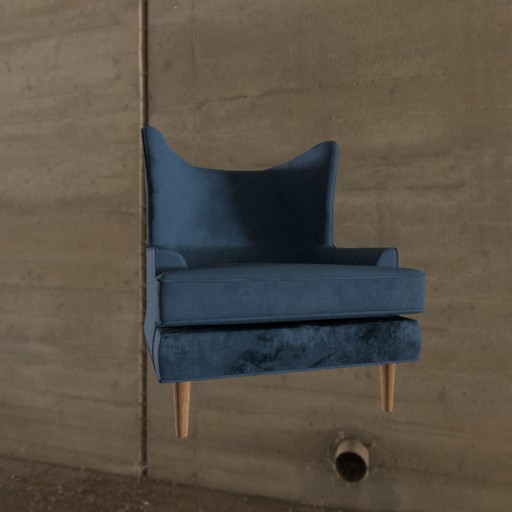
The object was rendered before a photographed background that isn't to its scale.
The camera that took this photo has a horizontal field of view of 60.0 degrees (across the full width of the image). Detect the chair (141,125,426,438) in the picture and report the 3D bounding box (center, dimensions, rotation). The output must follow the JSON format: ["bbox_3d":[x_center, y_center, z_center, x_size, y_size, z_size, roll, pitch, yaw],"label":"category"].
[{"bbox_3d":[0.000,0.000,1.606,0.793,0.952,0.910,0,1,-17],"label":"chair"}]
